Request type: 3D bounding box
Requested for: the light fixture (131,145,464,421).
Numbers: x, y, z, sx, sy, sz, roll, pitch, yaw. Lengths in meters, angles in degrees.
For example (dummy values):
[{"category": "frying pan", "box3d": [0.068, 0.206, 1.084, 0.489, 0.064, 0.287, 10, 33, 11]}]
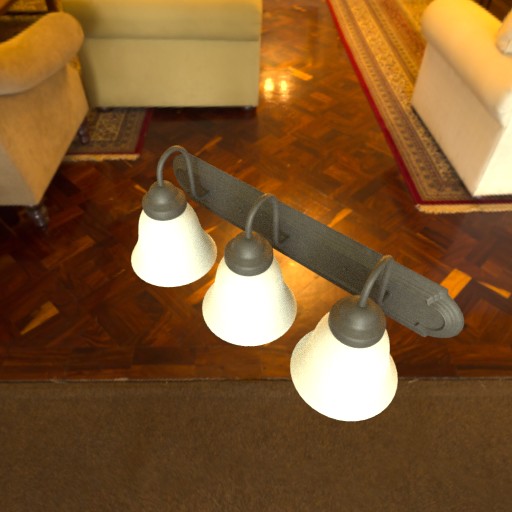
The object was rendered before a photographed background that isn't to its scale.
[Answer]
[{"category": "light fixture", "box3d": [0.000, 0.000, 0.703, 0.610, 0.222, 0.199, 31, 54, 26]}]
